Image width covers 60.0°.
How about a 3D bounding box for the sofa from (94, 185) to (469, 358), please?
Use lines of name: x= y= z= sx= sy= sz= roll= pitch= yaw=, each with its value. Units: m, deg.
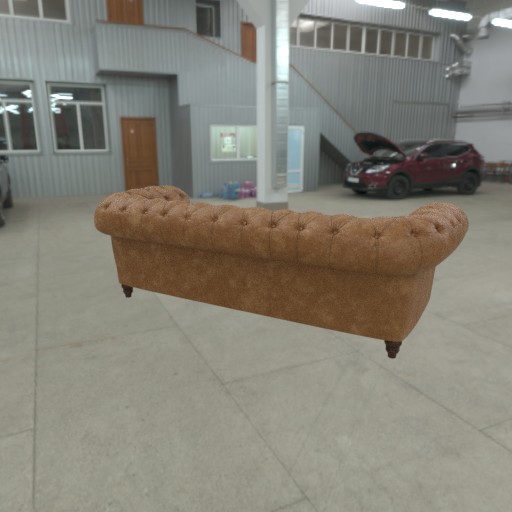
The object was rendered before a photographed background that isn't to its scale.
sofa: x=0.000 y=0.000 z=2.850 sx=2.365 sy=0.760 sz=0.989 roll=8 pitch=17 yaw=28
